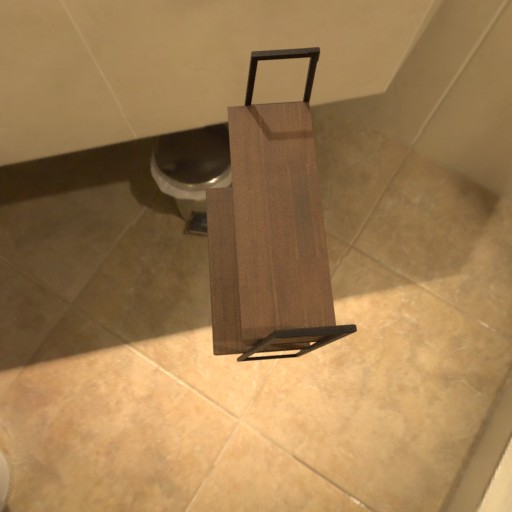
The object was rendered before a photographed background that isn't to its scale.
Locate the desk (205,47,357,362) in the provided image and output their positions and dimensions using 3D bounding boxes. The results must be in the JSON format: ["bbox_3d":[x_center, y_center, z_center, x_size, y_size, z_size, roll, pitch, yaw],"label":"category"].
[{"bbox_3d":[0.000,0.000,2.273,0.515,1.809,0.982,-4,75,-1],"label":"desk"}]
